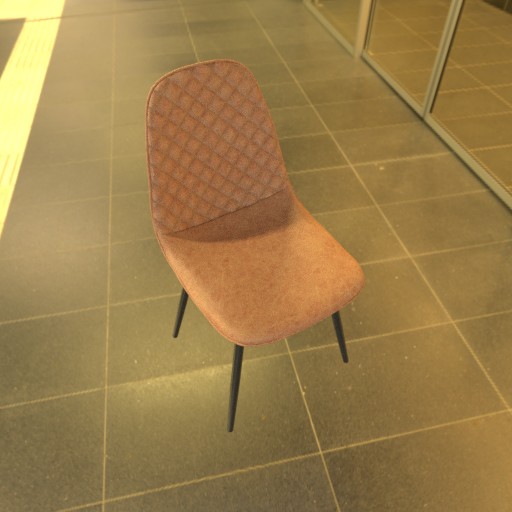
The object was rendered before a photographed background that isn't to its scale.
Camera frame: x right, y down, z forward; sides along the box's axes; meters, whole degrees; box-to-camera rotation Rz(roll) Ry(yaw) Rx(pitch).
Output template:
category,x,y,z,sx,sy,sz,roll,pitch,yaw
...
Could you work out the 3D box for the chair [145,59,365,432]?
category,x,y,z,sx,sy,sz,roll,pitch,yaw
chair,0.000,0.000,1.248,0.472,0.889,0.561,-24,50,-22
